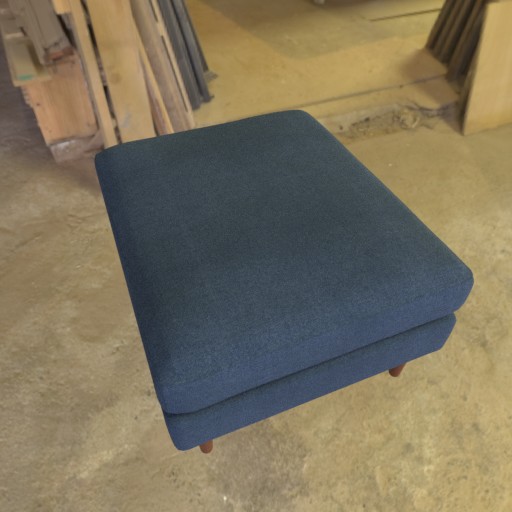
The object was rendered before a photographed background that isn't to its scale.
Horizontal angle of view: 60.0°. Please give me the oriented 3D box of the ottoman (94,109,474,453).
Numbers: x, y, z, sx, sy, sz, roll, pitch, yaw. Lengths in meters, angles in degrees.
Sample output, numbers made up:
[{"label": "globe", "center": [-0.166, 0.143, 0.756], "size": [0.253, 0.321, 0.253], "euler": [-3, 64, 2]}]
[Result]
[{"label": "ottoman", "center": [0.000, 0.000, 1.220], "size": [0.693, 0.474, 0.821], "euler": [-16, 47, -16]}]
